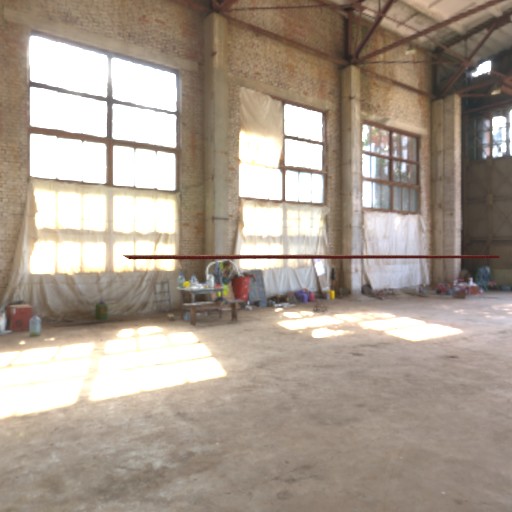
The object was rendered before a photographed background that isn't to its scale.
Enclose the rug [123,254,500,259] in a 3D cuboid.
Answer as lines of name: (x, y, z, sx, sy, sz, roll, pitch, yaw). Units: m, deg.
rug: (0.000, 0.000, 2.797, 1.593, 0.013, 2.211, 0, 0, -17)
